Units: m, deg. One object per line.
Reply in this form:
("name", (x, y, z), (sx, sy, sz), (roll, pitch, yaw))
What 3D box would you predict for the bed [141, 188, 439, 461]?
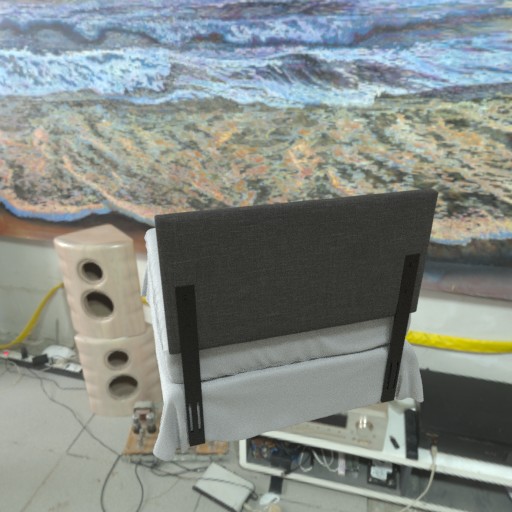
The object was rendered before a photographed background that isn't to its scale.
("bed", (0.000, 0.000, 3.584), (1.936, 1.577, 2.222), (-7, 27, -14))
